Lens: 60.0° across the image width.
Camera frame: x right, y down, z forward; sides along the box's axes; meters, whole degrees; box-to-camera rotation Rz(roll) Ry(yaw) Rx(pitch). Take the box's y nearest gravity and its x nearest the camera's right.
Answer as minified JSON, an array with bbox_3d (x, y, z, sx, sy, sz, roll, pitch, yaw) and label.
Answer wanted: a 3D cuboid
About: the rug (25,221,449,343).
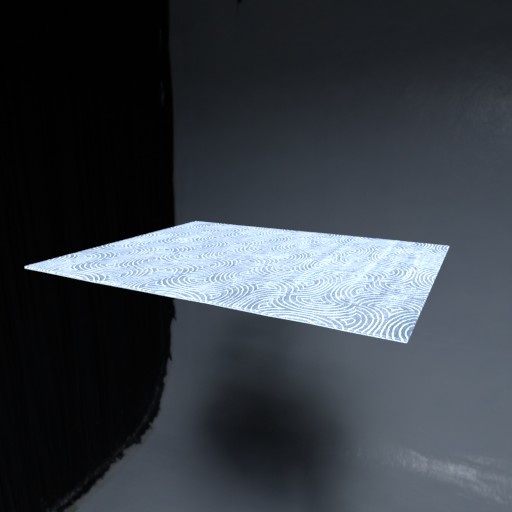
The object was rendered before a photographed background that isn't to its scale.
[{"bbox_3d":[0.000,0.000,4.022,3.042,0.021,2.456,7,16,27],"label":"rug"}]
